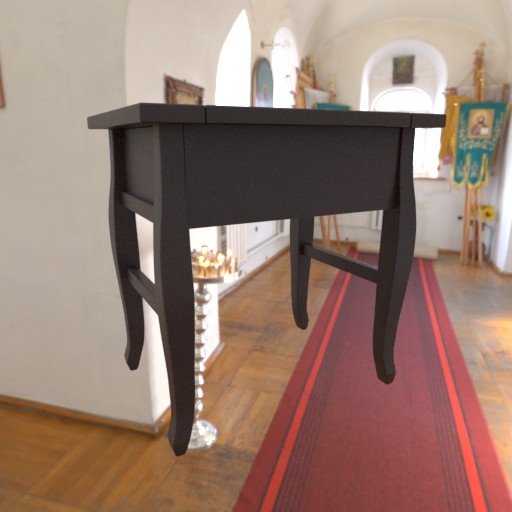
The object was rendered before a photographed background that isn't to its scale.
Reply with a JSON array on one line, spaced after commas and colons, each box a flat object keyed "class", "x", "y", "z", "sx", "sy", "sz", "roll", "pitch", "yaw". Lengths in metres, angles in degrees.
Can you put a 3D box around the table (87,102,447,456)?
[{"class": "table", "x": 0.000, "y": 0.000, "z": 1.000, "sx": 0.602, "sy": 0.605, "sz": 0.460, "roll": -8, "pitch": 17, "yaw": -27}]
